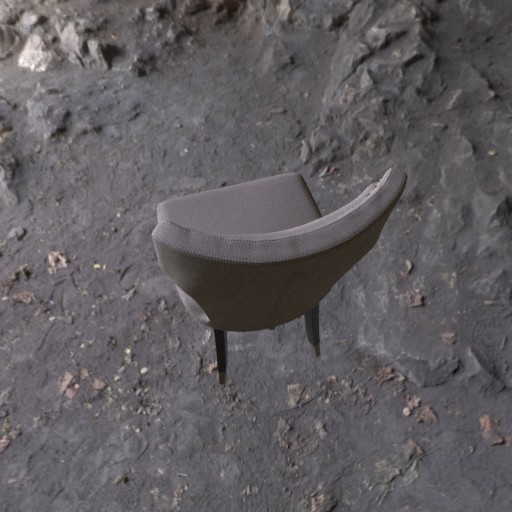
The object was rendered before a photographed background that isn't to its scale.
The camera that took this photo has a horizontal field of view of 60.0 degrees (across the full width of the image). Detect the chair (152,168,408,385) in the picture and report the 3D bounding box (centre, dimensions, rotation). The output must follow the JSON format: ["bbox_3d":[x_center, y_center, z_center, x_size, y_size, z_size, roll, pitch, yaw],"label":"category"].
[{"bbox_3d":[0.000,0.000,1.325,0.526,0.955,0.630,-14,58,-9],"label":"chair"}]
